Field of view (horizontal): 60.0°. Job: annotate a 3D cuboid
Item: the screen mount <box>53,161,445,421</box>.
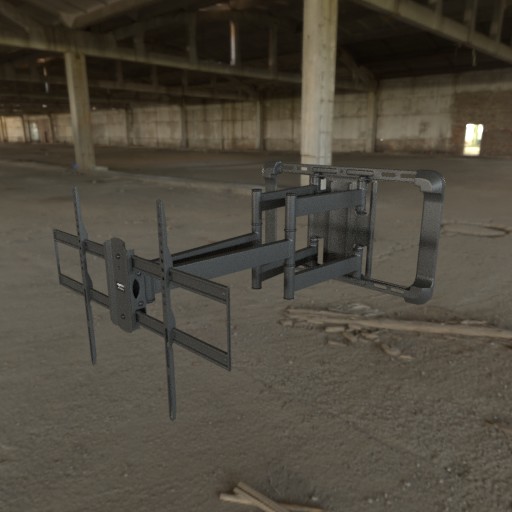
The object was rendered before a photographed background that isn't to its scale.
[{"bbox_3d":[0.000,0.000,1.315,0.725,0.483,0.905,14,21,41],"label":"screen mount"}]
